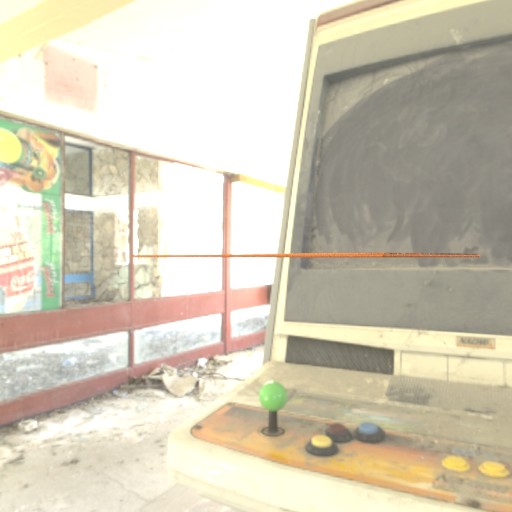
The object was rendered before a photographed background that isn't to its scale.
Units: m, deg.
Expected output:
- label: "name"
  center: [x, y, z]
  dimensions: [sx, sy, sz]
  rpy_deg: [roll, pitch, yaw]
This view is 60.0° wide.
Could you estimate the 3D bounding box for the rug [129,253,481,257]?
- label: "rug"
  center: [0.000, 0.000, 2.563]
  dimensions: [0.651, 0.016, 2.274]
  rpy_deg: [0, 0, -37]
